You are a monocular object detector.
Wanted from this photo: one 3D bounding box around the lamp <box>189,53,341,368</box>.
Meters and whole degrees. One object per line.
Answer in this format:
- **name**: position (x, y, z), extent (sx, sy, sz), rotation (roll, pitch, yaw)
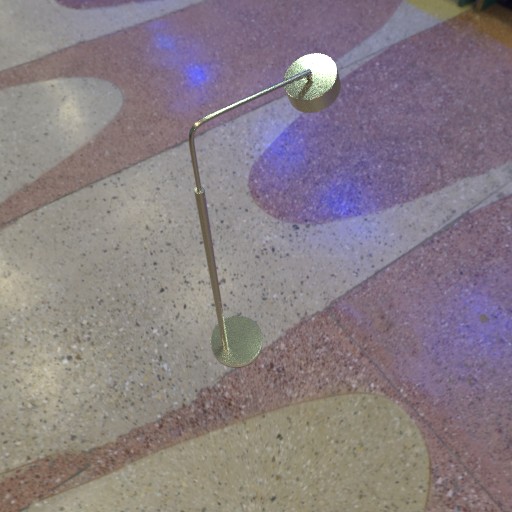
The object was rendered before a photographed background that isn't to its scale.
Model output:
- **lamp**: position (0.000, 0.000, 1.418), extent (0.421, 1.250, 0.222), rotation (-30, 63, -17)
